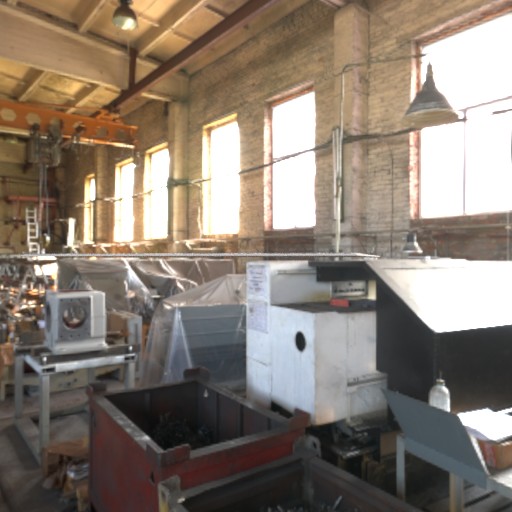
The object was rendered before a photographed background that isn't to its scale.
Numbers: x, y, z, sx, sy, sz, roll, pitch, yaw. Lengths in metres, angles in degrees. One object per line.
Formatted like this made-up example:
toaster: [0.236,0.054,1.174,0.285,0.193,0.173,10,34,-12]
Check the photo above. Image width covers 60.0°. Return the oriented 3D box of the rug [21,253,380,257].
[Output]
rug: [0.000,0.000,2.999,1.536,0.012,2.431,0,0,18]
